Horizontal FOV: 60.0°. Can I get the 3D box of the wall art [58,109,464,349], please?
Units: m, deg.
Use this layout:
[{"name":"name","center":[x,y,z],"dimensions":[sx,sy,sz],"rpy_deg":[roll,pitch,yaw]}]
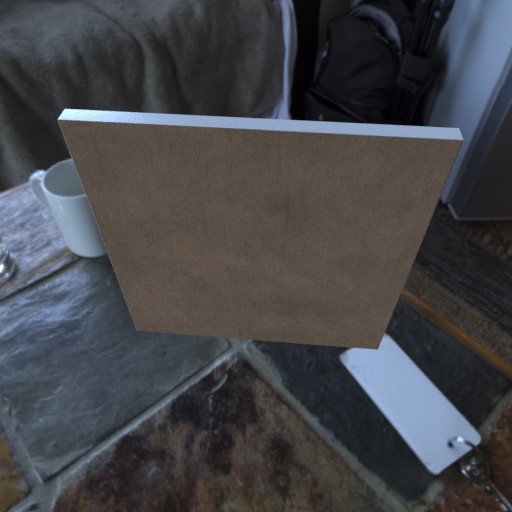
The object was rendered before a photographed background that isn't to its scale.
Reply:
[{"name":"wall art","center":[0.000,0.000,0.672],"dimensions":[0.455,0.453,0.023],"rpy_deg":[4,49,3]}]
